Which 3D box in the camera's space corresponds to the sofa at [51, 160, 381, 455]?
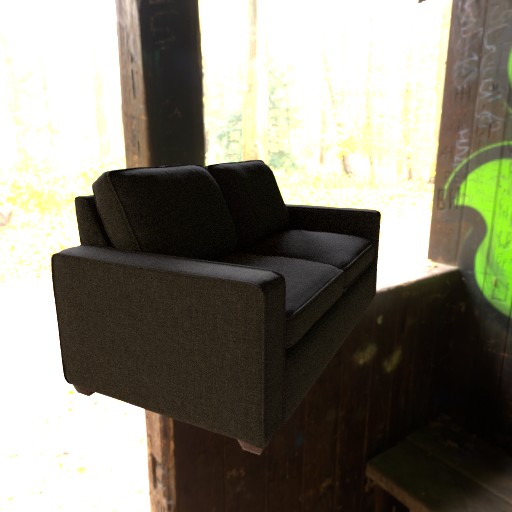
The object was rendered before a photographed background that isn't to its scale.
[{"bbox_3d":[0.000,0.000,2.250,0.947,0.918,1.709,7,16,26],"label":"sofa"}]
